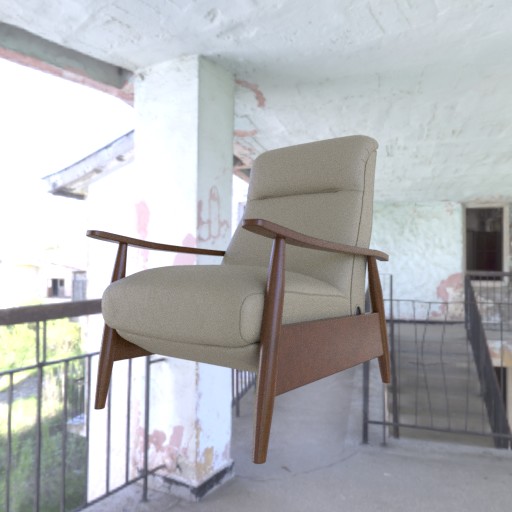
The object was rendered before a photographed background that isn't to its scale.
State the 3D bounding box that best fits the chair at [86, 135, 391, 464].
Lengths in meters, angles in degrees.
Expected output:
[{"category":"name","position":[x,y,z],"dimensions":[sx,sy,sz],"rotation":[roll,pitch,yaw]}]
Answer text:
[{"category":"chair","position":[0.000,0.000,1.743],"dimensions":[0.762,1.082,1.014],"rotation":[0,-1,36]}]
